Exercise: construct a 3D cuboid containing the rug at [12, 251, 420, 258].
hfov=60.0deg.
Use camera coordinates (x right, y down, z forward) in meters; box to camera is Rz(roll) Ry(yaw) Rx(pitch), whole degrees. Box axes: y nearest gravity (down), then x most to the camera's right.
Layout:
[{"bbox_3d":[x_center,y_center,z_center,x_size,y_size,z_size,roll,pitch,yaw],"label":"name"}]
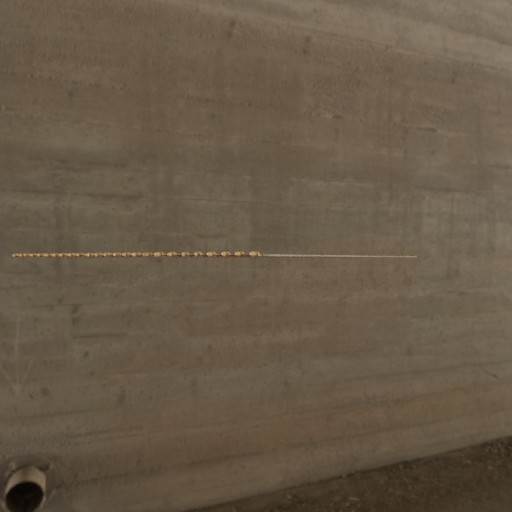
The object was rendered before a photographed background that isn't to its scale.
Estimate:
[{"bbox_3d":[0.000,0.000,2.952,1.556,0.022,2.433,0,0,33],"label":"rug"}]
